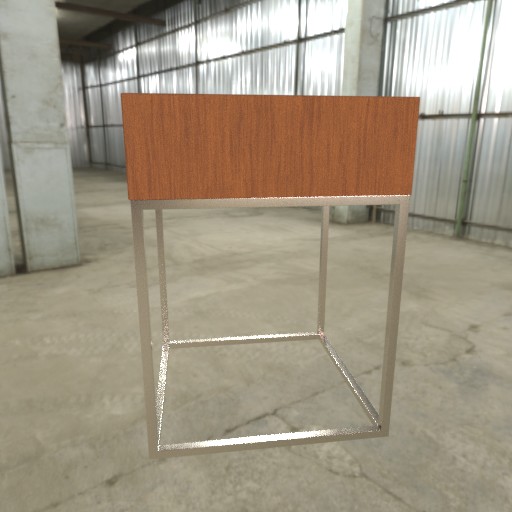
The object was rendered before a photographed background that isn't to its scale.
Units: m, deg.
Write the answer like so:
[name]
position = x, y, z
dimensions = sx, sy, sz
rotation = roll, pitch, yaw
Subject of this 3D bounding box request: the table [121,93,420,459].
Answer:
[table]
position = 0.000, 0.000, 0.839
dimensions = 0.398, 0.540, 0.397
rotation = -2, 15, -8
